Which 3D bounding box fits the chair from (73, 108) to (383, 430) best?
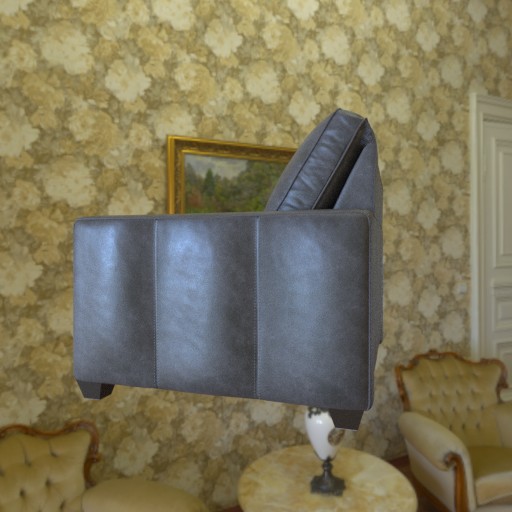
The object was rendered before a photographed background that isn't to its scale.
[{"bbox_3d":[0.000,0.000,1.741,0.939,0.916,1.006,0,1,18],"label":"chair"}]
